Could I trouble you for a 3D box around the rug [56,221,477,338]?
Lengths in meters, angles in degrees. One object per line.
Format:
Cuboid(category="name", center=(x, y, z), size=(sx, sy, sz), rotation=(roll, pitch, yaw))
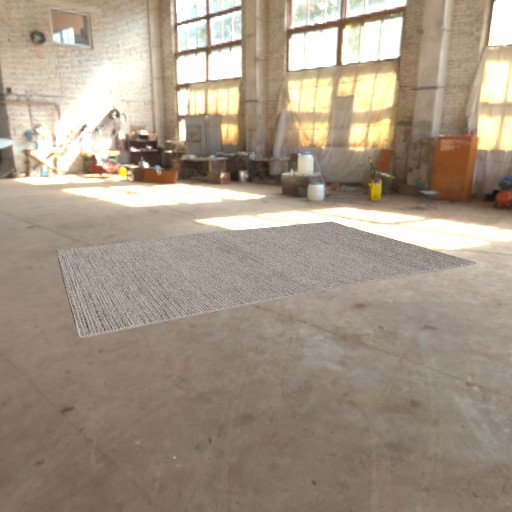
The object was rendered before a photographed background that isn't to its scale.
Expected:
Cuboid(category="rug", center=(0.000, 0.000, 2.246), size=(1.804, 0.022, 1.162), rotation=(-8, 17, -25))
